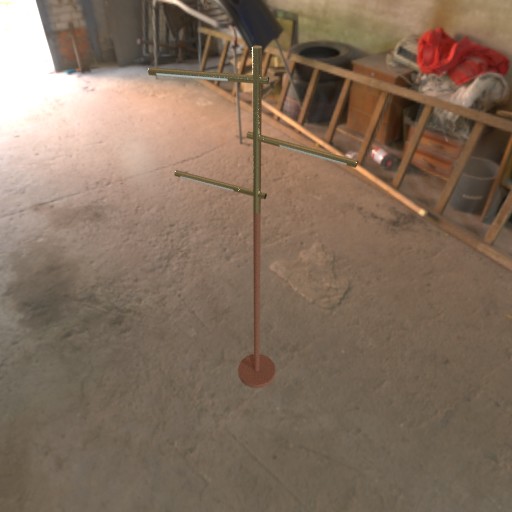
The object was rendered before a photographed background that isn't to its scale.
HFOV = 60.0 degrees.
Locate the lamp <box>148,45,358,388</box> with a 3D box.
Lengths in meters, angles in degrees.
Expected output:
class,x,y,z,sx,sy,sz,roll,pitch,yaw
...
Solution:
class,x,y,z,sx,sy,sz,roll,pitch,yaw
lamp,0.000,0.000,1.926,0.737,1.704,0.209,12,42,13
